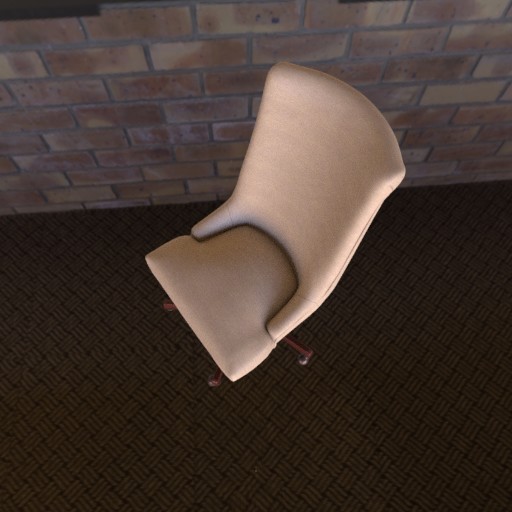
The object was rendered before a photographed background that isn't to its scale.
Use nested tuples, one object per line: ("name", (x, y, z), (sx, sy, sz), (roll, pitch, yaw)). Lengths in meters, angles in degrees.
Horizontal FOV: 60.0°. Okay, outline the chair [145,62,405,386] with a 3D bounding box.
("chair", (0.000, 0.000, 1.459), (0.696, 1.010, 0.645), (-34, 69, -15))
